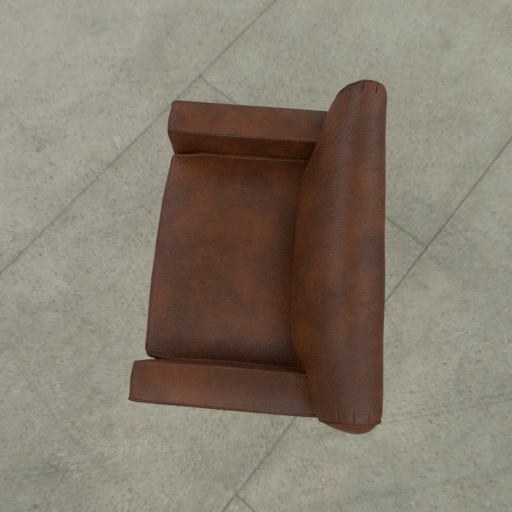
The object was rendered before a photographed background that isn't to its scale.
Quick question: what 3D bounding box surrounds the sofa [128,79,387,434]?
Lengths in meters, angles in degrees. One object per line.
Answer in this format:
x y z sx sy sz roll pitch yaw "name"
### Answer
0.000 0.000 2.084 1.000 0.956 1.413 5 76 1 "sofa"
